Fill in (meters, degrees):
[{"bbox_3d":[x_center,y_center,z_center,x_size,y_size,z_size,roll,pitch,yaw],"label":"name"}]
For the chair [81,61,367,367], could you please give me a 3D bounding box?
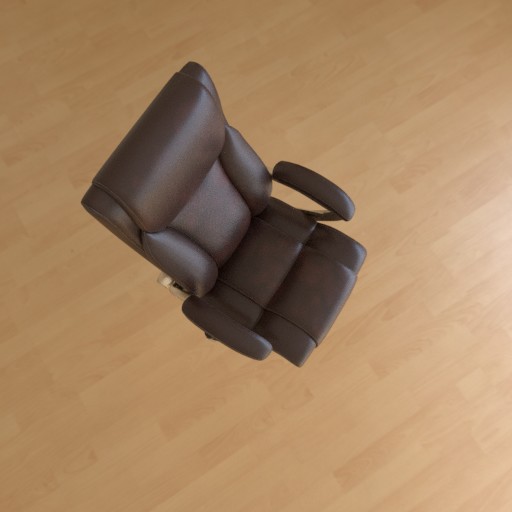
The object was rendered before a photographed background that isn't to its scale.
[{"bbox_3d":[0.000,0.000,1.626,0.749,1.194,0.692,31,78,8],"label":"chair"}]
